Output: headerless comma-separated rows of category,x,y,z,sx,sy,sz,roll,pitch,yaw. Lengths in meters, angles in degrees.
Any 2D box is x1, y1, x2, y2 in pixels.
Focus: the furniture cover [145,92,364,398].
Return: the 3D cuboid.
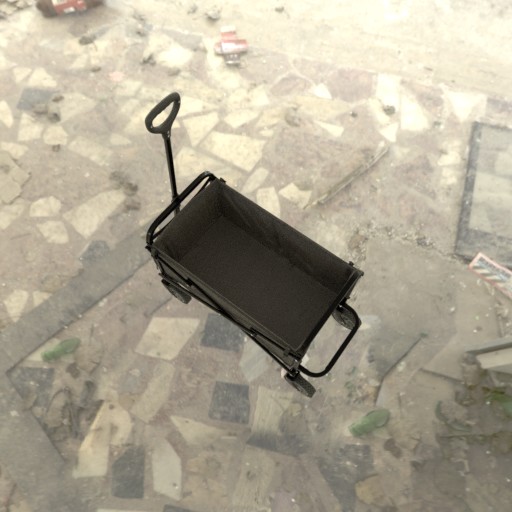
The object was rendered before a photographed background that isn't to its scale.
furniture cover,0.000,0.000,1.874,1.038,1.295,0.532,34,69,15
